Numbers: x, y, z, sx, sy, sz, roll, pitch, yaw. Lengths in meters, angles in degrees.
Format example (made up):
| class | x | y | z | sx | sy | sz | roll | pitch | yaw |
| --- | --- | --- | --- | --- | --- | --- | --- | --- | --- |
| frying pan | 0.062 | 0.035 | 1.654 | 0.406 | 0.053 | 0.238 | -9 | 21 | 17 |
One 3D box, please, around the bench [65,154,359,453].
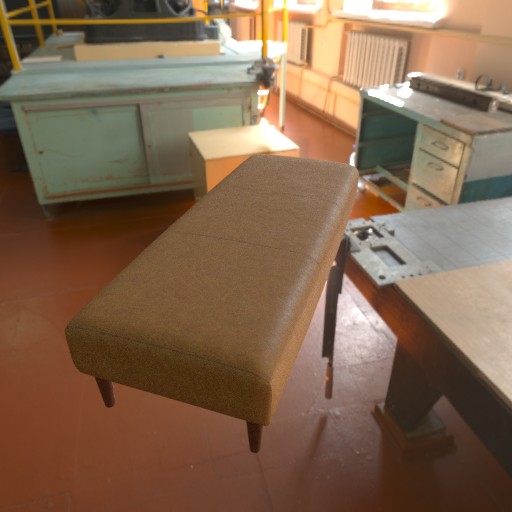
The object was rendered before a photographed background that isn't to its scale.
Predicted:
| class | x | y | z | sx | sy | sz | roll | pitch | yaw |
| --- | --- | --- | --- | --- | --- | --- | --- | --- | --- |
| bench | 0.000 | 0.000 | 1.894 | 0.653 | 0.399 | 1.610 | 10 | 33 | 16 |
